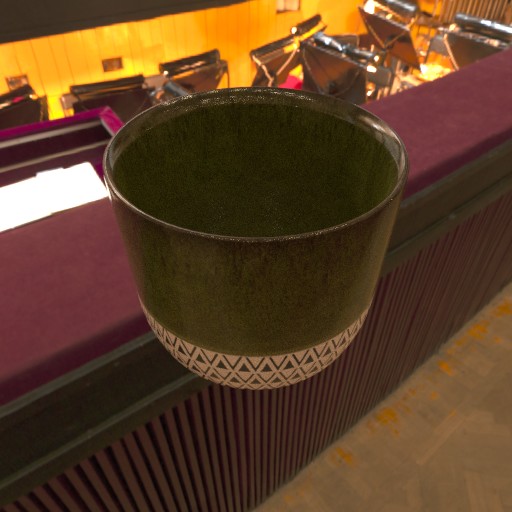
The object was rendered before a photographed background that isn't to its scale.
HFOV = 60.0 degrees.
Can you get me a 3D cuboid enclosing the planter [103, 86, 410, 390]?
[{"bbox_3d":[0.000,0.000,0.485,0.266,0.270,0.266,0,42,0],"label":"planter"}]
